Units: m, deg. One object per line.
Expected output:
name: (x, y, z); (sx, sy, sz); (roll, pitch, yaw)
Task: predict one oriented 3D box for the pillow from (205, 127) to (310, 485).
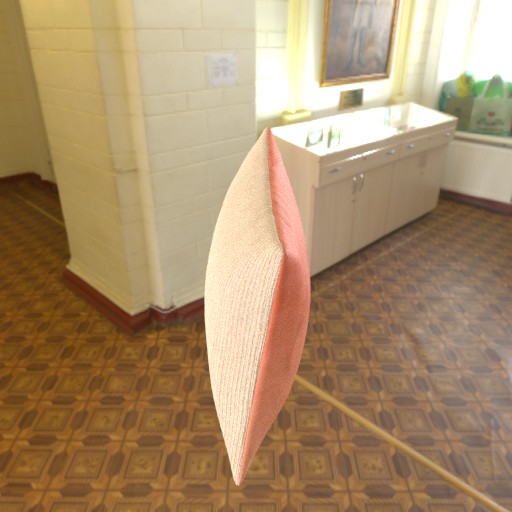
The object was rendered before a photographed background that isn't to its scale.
pillow: (0.000, 0.000, 0.727); (0.155, 0.307, 0.608); (0, 26, 0)
